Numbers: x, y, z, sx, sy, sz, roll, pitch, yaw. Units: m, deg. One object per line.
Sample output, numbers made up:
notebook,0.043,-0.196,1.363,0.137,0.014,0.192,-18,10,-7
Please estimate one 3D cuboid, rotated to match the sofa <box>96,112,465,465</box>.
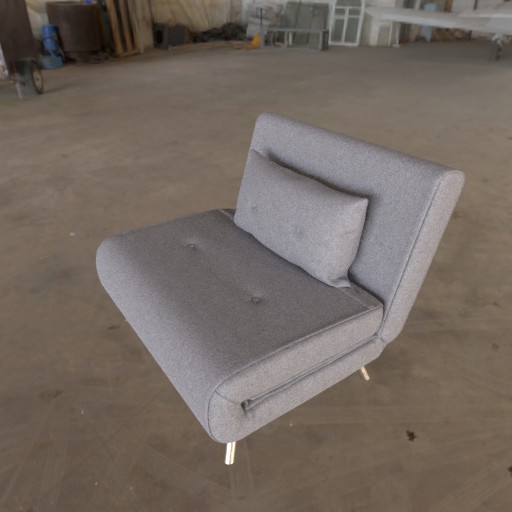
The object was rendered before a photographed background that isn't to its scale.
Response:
sofa,0.000,0.000,1.739,1.000,0.825,1.020,-20,36,-30
